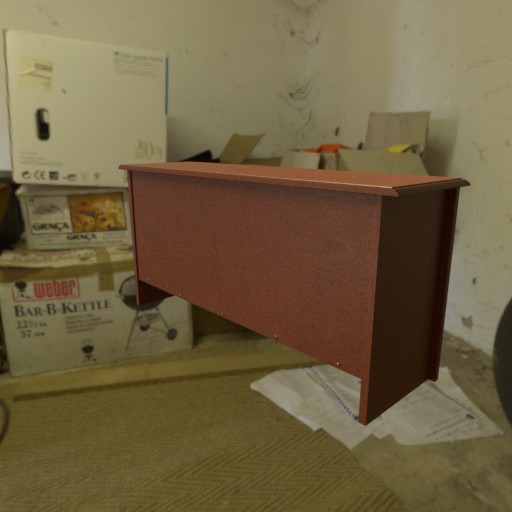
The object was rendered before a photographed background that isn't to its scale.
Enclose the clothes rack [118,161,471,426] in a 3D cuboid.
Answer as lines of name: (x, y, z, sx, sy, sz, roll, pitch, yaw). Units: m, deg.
clothes rack: (0.000, 0.000, 1.548, 0.362, 0.594, 1.251, -13, 20, -41)
